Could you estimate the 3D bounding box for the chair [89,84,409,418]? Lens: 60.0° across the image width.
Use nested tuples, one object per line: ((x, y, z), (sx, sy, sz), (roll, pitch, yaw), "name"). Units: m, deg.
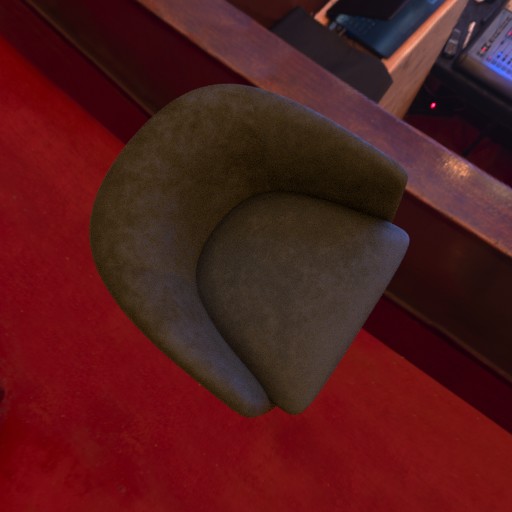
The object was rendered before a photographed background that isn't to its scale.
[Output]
((0.000, 0.000, 1.366), (0.767, 0.698, 0.773), (34, 78, 8), "chair")
